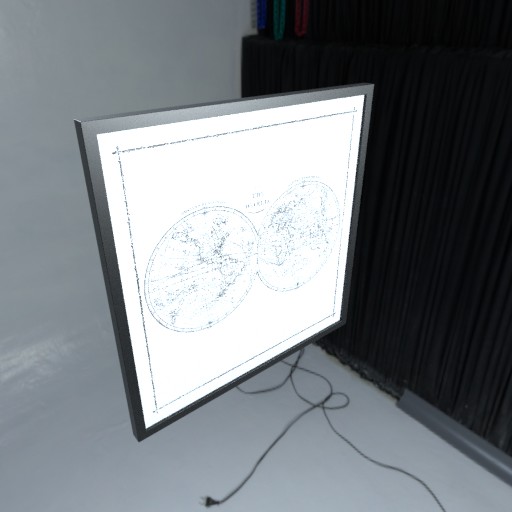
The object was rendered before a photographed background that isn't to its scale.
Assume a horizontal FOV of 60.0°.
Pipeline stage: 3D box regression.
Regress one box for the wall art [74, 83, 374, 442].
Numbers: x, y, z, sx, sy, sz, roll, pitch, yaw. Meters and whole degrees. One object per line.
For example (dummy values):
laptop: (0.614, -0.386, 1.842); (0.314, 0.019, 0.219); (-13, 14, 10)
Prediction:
wall art: (0.000, 0.000, 1.140); (0.773, 0.775, 0.031); (-21, 35, -34)
